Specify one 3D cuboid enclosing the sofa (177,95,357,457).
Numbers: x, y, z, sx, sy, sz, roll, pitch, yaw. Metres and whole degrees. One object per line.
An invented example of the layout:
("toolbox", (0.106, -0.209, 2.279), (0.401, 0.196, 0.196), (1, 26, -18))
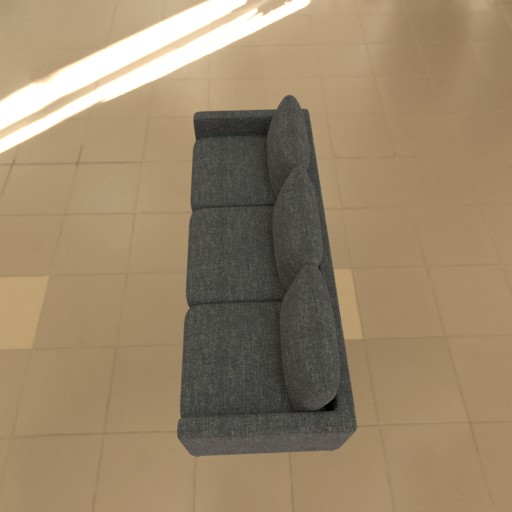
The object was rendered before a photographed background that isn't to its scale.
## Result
("sofa", (0.000, 0.000, 2.796), (0.859, 0.874, 2.218), (-2, 58, -1))
